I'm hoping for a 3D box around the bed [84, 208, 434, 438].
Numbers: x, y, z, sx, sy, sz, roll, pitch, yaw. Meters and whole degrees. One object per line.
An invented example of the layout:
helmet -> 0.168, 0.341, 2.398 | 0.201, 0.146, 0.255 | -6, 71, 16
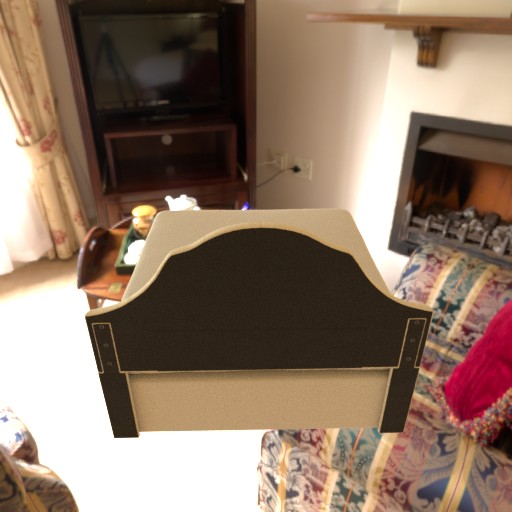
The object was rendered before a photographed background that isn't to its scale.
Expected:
bed -> 0.000, 0.000, 3.454 | 2.012, 1.555, 2.086 | -1, 30, -1
